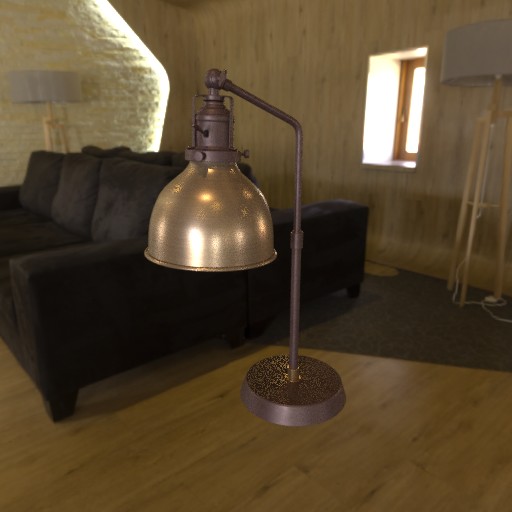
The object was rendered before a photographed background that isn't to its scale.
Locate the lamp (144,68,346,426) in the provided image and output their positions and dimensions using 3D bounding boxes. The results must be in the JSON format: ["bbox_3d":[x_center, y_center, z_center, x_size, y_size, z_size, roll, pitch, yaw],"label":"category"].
[{"bbox_3d":[0.000,0.000,0.606,0.298,0.469,0.175,-7,17,-24],"label":"lamp"}]
